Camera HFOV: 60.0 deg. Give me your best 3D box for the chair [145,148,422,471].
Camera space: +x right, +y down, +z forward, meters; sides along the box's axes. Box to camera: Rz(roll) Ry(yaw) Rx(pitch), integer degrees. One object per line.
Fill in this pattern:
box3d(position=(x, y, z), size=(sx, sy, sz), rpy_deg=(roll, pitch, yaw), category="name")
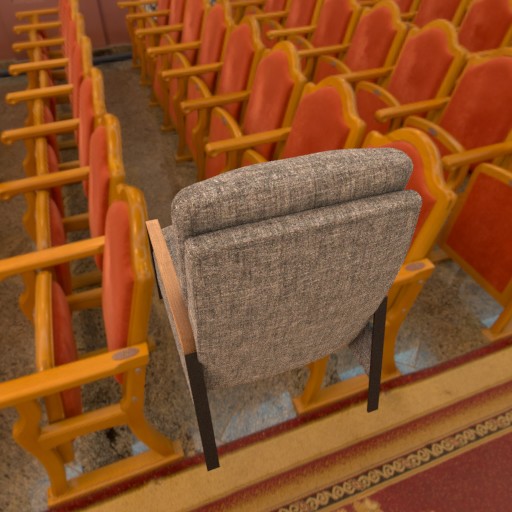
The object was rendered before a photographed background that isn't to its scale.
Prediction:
box3d(position=(0.000, 0.000, 1.567), size=(0.671, 1.042, 0.868), rpy_deg=(-14, 43, -15), category="chair")
